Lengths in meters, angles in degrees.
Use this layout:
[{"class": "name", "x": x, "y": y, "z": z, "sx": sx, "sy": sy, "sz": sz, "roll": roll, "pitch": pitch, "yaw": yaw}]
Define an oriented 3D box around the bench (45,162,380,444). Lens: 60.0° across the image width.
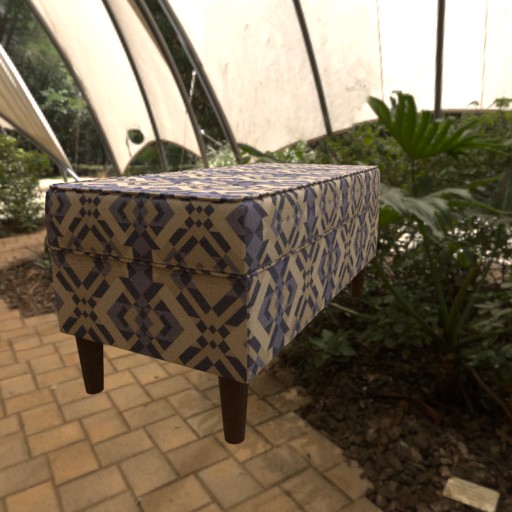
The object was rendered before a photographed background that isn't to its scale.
[{"class": "bench", "x": 0.000, "y": 0.000, "z": 1.282, "sx": 0.492, "sy": 0.477, "sz": 1.016, "roll": 7, "pitch": 17, "yaw": 26}]
